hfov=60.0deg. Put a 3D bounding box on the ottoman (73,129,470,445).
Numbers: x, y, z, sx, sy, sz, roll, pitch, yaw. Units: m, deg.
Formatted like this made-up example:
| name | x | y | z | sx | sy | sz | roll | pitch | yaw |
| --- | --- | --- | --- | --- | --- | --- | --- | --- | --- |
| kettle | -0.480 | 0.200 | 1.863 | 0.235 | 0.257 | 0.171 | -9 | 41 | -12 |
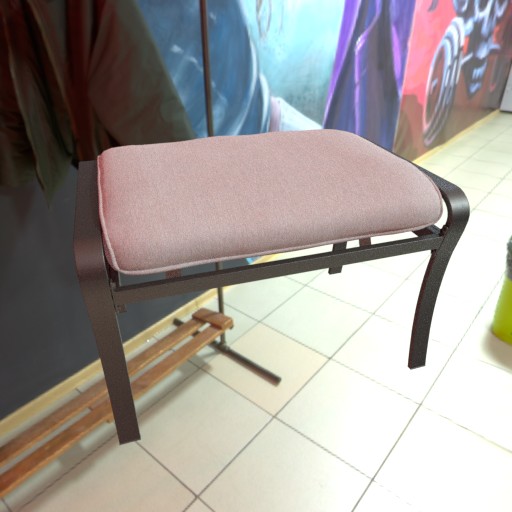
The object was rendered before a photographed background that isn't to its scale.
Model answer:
| name | x | y | z | sx | sy | sz | roll | pitch | yaw |
| --- | --- | --- | --- | --- | --- | --- | --- | --- | --- |
| ottoman | 0.000 | 0.000 | 0.883 | 0.610 | 0.422 | 0.406 | -9 | 32 | -15 |
